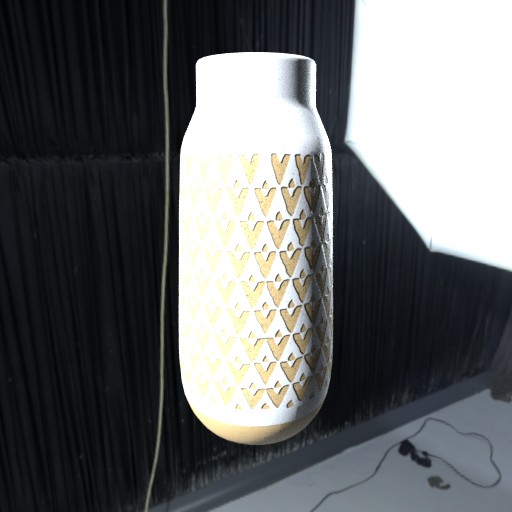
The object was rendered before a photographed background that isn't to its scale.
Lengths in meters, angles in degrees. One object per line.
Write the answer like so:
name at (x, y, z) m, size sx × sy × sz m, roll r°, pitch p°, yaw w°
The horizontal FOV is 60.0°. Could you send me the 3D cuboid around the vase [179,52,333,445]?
vase at (0.000, 0.000, 0.379) m, size 0.137 × 0.307 × 0.137 m, roll 0°, pitch 16°, yaw 0°
